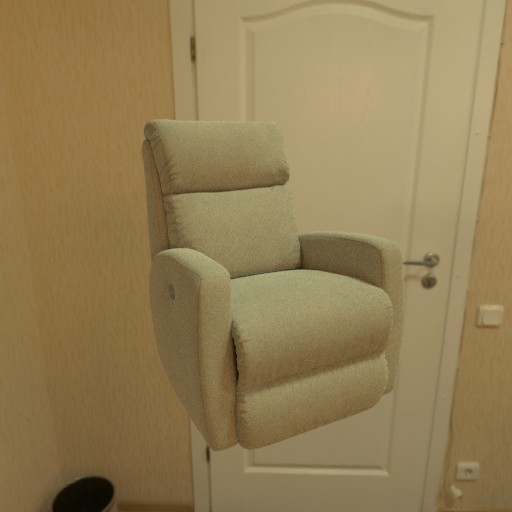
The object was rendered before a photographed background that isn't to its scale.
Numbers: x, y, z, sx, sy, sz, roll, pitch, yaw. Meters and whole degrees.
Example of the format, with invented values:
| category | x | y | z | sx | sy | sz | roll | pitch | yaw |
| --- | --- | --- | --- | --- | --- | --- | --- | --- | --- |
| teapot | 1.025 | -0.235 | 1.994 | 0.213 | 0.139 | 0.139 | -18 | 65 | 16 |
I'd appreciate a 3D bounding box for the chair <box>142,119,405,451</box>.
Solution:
| category | x | y | z | sx | sy | sz | roll | pitch | yaw |
| --- | --- | --- | --- | --- | --- | --- | --- | --- | --- |
| chair | 0.000 | 0.000 | 1.717 | 0.794 | 1.021 | 0.940 | -8 | 18 | -26 |
